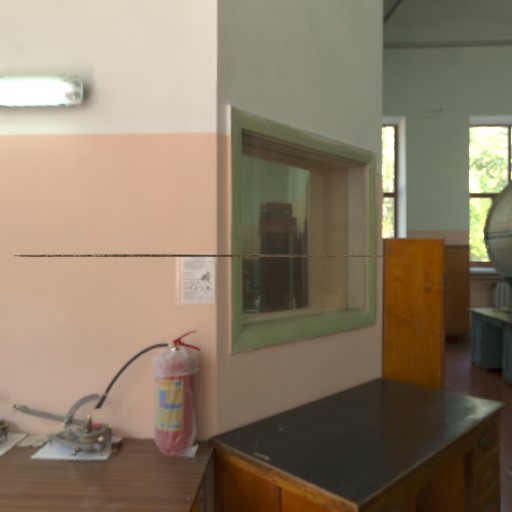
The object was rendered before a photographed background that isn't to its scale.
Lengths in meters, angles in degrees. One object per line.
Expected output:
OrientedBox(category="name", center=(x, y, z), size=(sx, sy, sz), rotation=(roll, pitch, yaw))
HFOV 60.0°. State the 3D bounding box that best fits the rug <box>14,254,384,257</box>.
OrientedBox(category="rug", center=(0.000, 0.000, 2.843), size=(0.762, 0.011, 2.664), rotation=(0, 0, 37))
